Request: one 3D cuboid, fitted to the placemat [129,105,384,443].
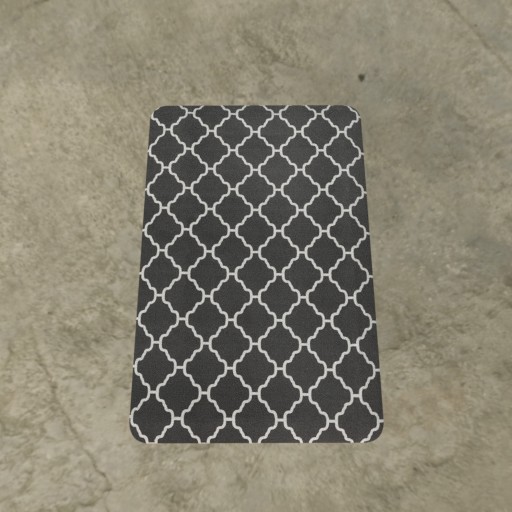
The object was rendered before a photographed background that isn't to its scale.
[{"bbox_3d":[0.000,0.000,0.969,0.508,0.021,0.762,0,75,0],"label":"placemat"}]
